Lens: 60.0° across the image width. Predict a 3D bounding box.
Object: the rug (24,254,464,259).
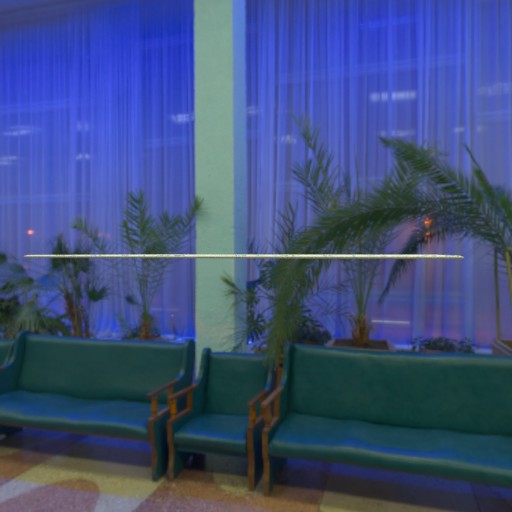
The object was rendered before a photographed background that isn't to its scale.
[{"bbox_3d":[0.000,0.000,3.456,2.746,0.018,1.819,0,0,19],"label":"rug"}]
